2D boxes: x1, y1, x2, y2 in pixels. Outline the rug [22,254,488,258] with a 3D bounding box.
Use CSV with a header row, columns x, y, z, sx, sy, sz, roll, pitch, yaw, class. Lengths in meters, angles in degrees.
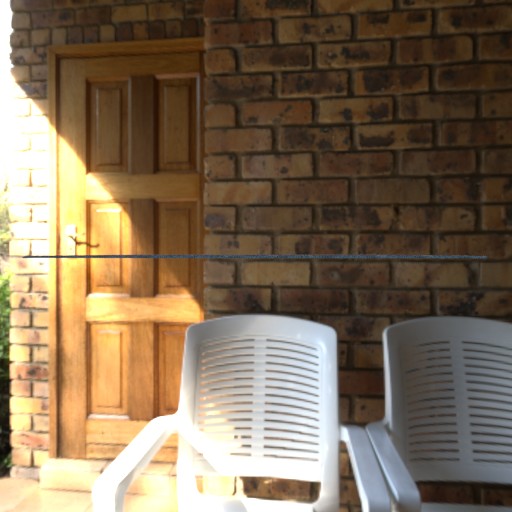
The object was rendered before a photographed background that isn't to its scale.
x,y,z,sx,sy,sz,roll,pitch,yaw,class
0.000,0.000,2.880,2.207,0.014,1.567,0,0,1,rug
